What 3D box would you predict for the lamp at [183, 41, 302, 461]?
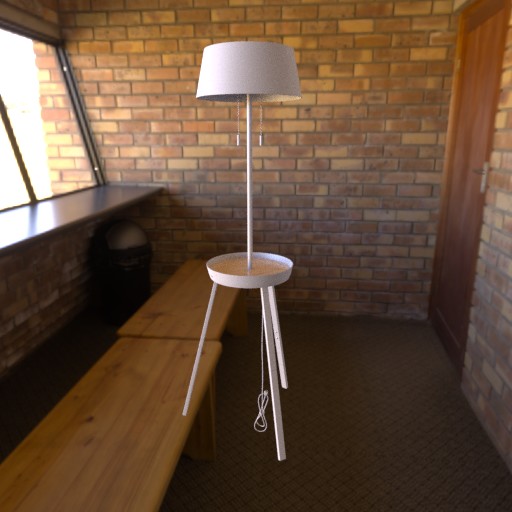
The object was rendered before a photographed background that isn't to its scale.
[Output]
[{"bbox_3d":[0.000,0.000,1.632,0.508,1.429,0.468,-7,17,-25],"label":"lamp"}]
